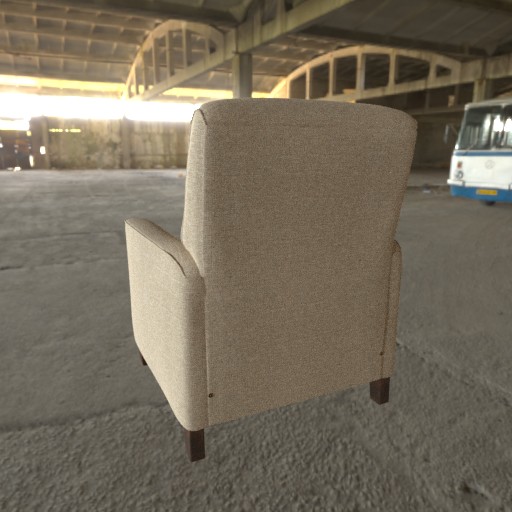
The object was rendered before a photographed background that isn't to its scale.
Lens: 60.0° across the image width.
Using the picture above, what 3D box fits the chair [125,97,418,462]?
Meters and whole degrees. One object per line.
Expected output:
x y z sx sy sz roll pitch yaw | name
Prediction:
0.000 0.000 1.638 0.841 1.028 0.858 -6 15 -25 | chair
